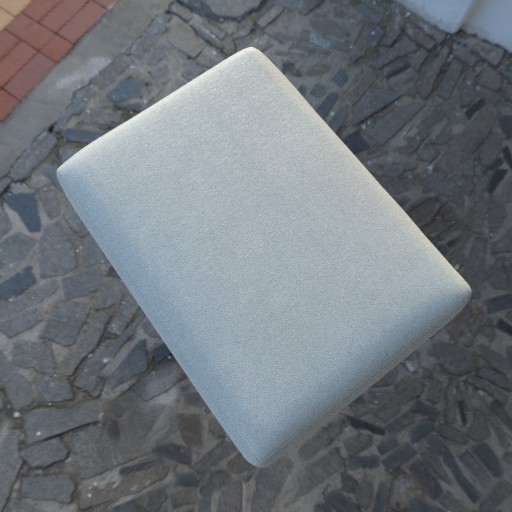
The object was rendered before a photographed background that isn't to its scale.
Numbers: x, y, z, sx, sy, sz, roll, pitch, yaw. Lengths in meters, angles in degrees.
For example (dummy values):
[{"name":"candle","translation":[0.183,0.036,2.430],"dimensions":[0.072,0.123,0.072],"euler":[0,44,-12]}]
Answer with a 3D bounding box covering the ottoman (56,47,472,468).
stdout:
[{"name":"ottoman","translation":[0.000,0.000,1.114],"dimensions":[0.569,0.499,0.773],"euler":[-36,78,-9]}]
